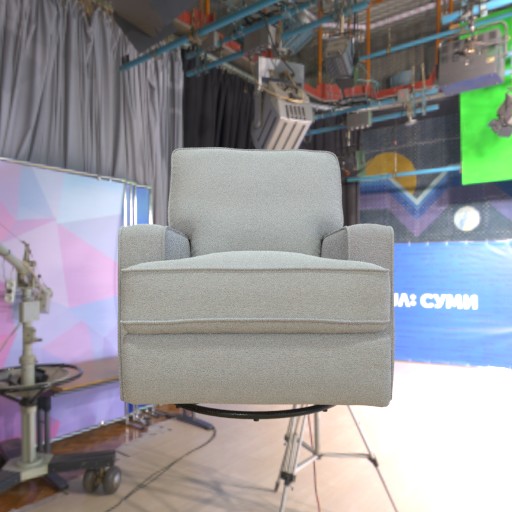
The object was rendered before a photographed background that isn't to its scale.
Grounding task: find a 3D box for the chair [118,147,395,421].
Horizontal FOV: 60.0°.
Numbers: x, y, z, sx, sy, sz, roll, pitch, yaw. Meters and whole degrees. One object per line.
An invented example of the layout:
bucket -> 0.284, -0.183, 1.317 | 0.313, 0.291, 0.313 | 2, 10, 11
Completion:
chair -> 0.000, 0.000, 1.684 | 0.861, 0.964, 0.969 | 0, 0, 0
